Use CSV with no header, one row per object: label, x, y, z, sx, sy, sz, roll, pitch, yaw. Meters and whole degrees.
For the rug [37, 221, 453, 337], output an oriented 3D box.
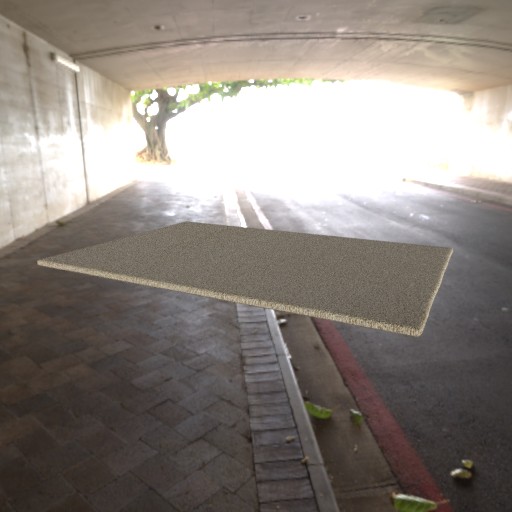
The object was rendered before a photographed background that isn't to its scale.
rug,0.000,0.000,2.278,1.778,0.030,1.219,7,16,27
